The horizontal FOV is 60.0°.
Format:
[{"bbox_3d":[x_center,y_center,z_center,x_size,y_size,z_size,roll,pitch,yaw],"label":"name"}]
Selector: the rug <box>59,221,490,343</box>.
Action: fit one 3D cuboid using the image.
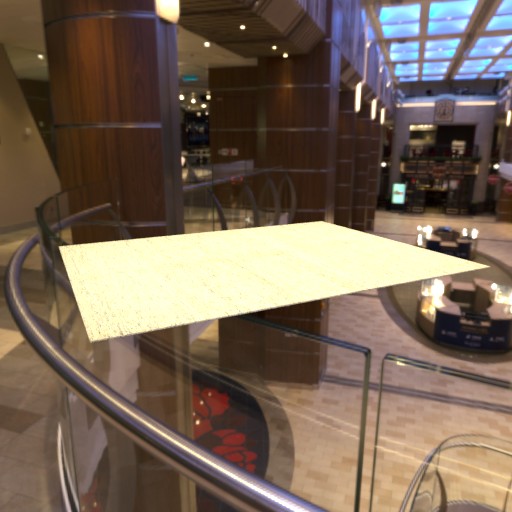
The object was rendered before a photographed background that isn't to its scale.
[{"bbox_3d":[0.000,0.000,4.093,3.201,0.014,2.437,-7,16,-26],"label":"rug"}]
